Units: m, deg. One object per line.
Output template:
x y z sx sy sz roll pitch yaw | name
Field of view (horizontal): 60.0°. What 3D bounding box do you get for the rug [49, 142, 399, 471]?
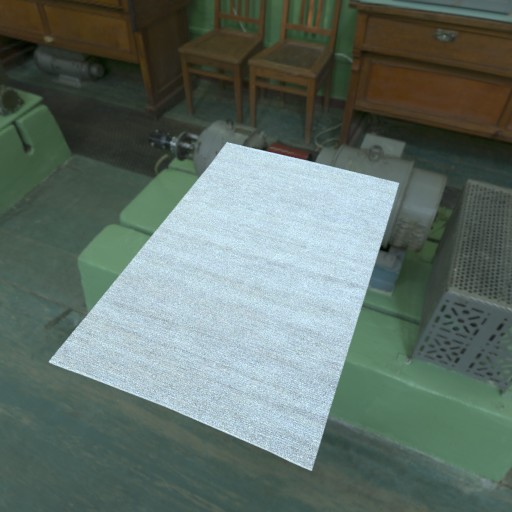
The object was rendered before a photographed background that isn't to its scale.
0.000 0.000 2.319 1.179 0.022 1.820 17 49 15 | rug
